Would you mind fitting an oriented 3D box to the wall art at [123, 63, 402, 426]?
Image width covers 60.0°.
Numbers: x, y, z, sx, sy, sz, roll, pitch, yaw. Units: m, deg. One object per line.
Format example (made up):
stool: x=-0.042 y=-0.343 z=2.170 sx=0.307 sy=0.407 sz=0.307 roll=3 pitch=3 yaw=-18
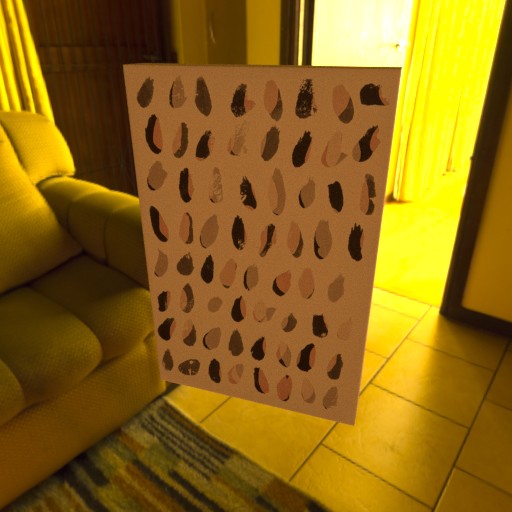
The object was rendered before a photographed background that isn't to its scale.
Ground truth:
wall art: x=0.000 y=0.000 z=0.482 sx=0.252 sy=0.381 sz=0.039 roll=8 pitch=27 yaw=16
